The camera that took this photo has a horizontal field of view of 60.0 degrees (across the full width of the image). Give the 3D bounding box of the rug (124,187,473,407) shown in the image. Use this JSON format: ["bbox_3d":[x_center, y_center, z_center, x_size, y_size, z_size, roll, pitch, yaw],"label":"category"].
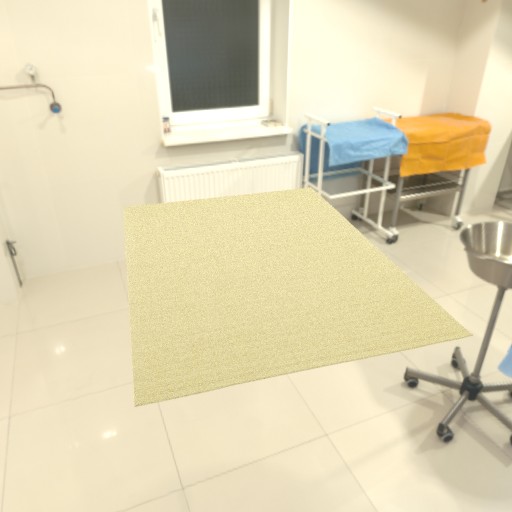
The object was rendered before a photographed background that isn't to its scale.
[{"bbox_3d":[0.000,0.000,4.328,2.452,0.016,3.204,-8,30,-14],"label":"rug"}]
